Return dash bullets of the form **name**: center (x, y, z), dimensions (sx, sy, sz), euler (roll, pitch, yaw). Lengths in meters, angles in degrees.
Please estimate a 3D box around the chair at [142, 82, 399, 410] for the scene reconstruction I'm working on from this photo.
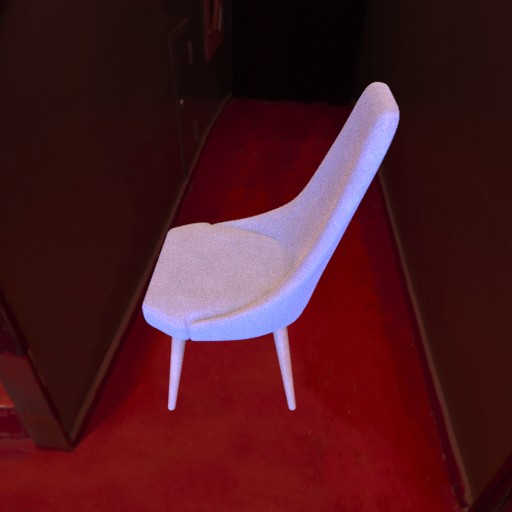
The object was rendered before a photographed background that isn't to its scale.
- **chair**: center (0.000, 0.000, 1.403), dimensions (0.660, 1.040, 0.510), euler (2, 40, 3)
